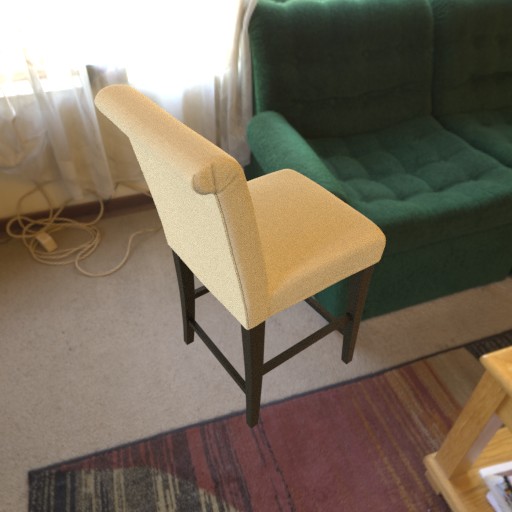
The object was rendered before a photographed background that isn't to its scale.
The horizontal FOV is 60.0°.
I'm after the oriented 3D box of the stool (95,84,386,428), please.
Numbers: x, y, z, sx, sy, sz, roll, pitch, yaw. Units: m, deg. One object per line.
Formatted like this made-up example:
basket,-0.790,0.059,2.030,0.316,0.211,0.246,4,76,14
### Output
stool,0.000,0.000,1.303,0.597,0.976,0.452,-26,47,-27
